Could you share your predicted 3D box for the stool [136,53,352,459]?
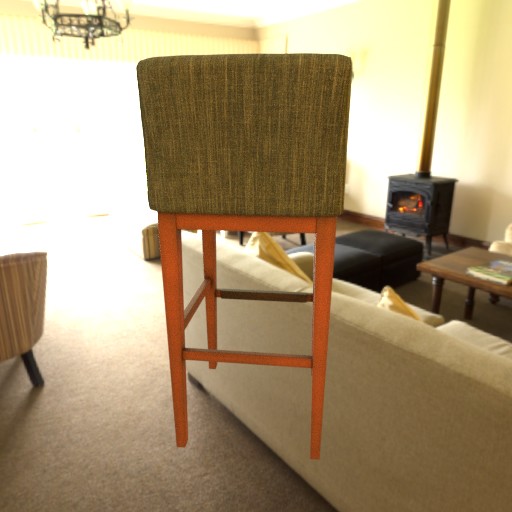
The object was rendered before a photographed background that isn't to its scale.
[{"bbox_3d":[0.000,0.000,1.213,0.426,0.965,0.499,2,18,7],"label":"stool"}]
